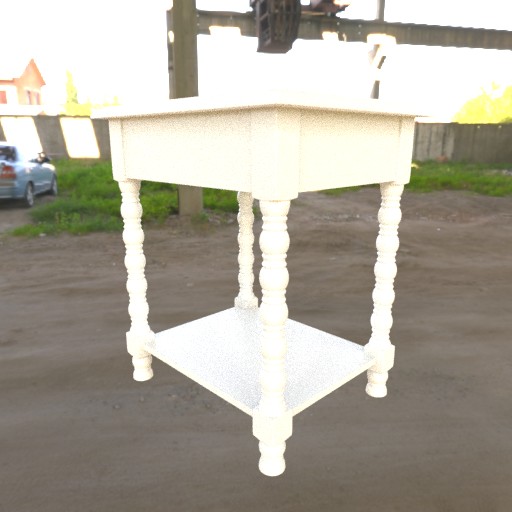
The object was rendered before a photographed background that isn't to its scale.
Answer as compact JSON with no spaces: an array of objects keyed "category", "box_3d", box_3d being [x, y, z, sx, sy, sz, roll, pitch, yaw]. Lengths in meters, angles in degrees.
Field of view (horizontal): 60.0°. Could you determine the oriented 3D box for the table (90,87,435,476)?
[{"category":"table","box_3d":[0.000,0.000,0.825,0.381,0.531,0.460,-14,20,-43]}]
